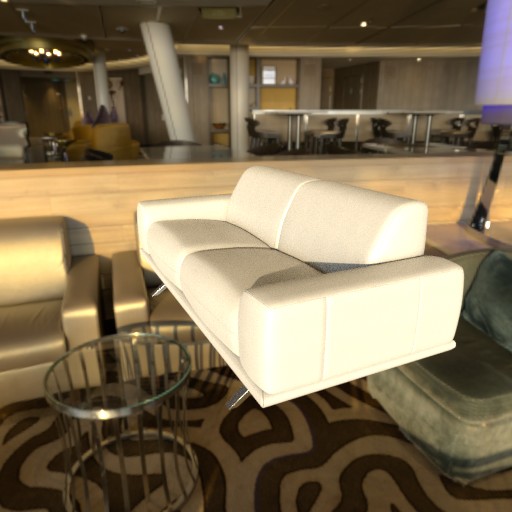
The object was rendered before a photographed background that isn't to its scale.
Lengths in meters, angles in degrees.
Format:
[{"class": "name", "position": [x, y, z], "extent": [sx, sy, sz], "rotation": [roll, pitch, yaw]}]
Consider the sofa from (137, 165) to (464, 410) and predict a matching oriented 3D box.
[{"class": "sofa", "position": [0.000, 0.000, 2.355], "extent": [0.900, 0.772, 1.901], "rotation": [-9, 20, -25]}]
